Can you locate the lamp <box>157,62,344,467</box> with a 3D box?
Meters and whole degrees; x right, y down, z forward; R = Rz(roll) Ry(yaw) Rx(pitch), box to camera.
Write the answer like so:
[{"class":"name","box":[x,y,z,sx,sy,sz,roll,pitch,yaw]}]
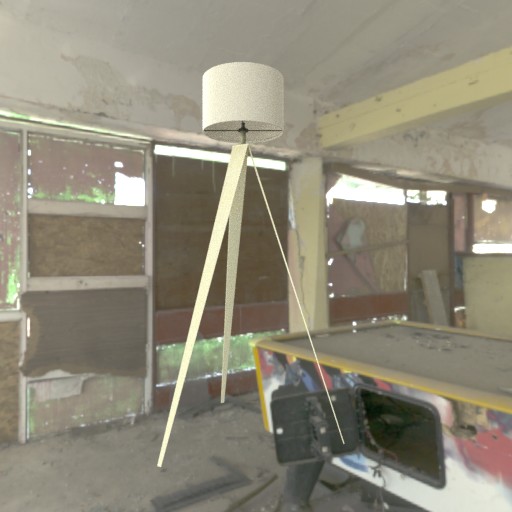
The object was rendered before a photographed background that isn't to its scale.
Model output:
[{"class":"lamp","box":[0.000,0.000,1.963,0.716,1.524,0.724,0,-1,0]}]
